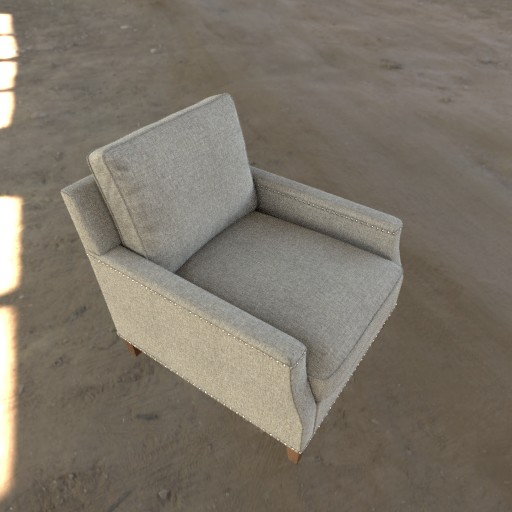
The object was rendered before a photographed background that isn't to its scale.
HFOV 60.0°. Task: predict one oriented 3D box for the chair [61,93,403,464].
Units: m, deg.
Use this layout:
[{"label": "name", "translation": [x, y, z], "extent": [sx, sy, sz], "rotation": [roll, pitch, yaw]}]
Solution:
[{"label": "chair", "translation": [0.000, 0.000, 1.723], "extent": [1.014, 0.943, 0.853], "rotation": [24, 45, 26]}]
